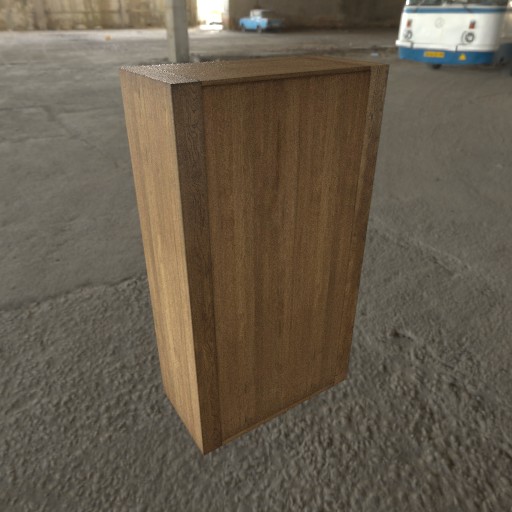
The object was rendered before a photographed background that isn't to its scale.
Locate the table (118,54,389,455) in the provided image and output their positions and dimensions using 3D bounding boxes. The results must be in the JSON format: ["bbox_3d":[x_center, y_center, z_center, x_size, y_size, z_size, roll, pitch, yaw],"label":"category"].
[{"bbox_3d":[0.000,0.000,2.519,1.100,2.000,0.600,-18,34,-28],"label":"table"}]
